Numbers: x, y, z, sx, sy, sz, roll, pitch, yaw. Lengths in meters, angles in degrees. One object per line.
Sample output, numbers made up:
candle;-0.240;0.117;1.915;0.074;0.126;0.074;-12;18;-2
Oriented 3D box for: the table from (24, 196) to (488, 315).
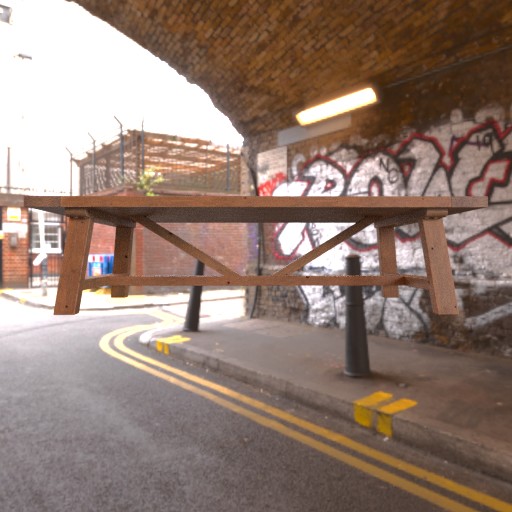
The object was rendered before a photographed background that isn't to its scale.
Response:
table;0.000;0.000;2.128;1.800;0.465;0.820;0;0;-1
